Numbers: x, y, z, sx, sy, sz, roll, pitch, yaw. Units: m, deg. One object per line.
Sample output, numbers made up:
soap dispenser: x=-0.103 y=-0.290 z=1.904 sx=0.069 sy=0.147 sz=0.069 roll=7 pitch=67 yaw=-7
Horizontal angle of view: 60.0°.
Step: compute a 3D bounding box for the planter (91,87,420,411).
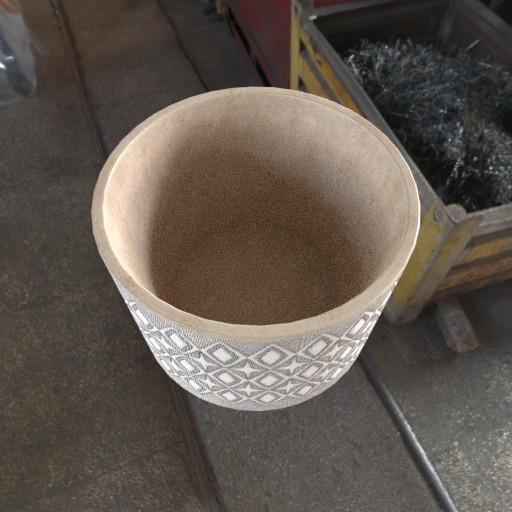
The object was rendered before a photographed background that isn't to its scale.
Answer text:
planter: x=0.000 y=0.000 z=0.278 sx=0.164 sy=0.127 sz=0.164 roll=0 pitch=57 yaw=0
